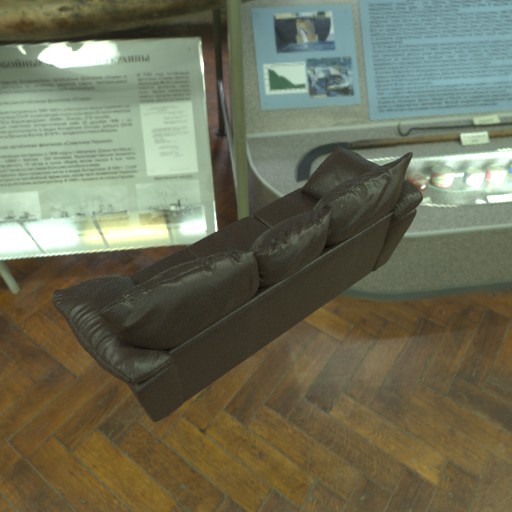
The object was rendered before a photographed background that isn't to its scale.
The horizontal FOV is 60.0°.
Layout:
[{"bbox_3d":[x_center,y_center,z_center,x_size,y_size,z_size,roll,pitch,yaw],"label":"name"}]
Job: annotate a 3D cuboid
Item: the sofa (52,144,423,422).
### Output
[{"bbox_3d":[0.000,0.000,2.912,2.390,1.091,0.907,-30,52,-26],"label":"sofa"}]
